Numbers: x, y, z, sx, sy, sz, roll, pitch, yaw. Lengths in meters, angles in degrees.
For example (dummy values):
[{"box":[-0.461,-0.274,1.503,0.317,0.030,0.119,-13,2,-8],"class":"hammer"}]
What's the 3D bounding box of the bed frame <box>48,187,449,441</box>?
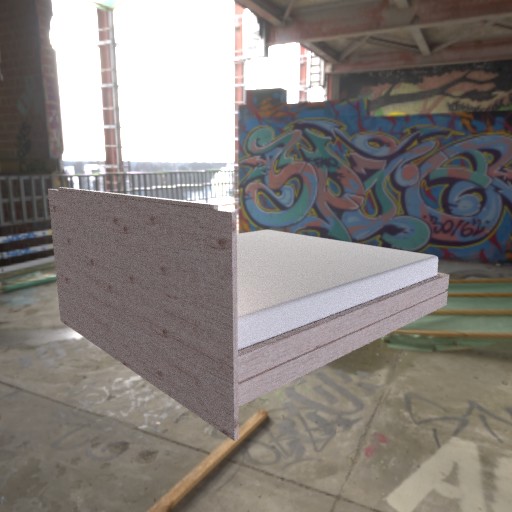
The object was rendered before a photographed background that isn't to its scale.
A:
[{"box":[0.000,0.000,3.134,2.080,0.970,1.950,-11,16,-42],"class":"bed frame"}]
